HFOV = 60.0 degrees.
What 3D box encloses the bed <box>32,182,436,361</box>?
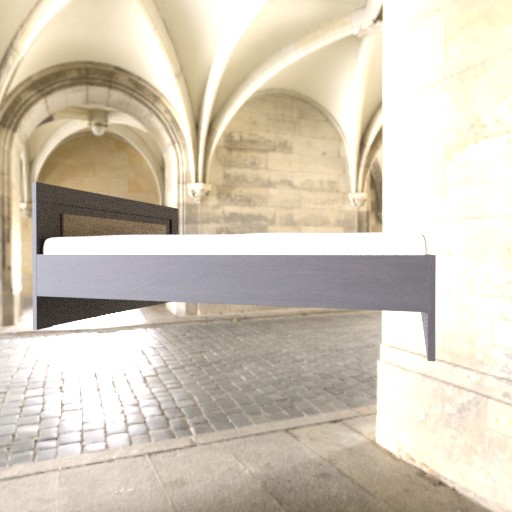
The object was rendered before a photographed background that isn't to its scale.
[{"bbox_3d":[0.000,0.000,2.853,2.073,0.823,1.585,0,0,19],"label":"bed"}]
